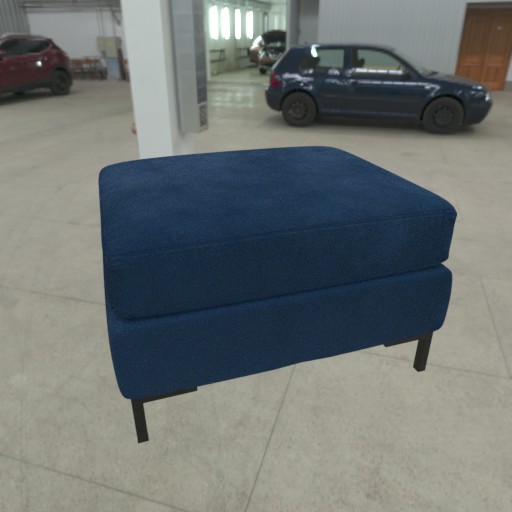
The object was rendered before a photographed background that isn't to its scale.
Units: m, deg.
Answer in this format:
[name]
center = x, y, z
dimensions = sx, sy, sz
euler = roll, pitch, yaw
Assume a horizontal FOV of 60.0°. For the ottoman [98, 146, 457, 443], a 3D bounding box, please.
[ottoman]
center = 0.000, 0.000, 1.205
dimensions = 0.794, 0.485, 0.655
euler = -8, 28, -16
